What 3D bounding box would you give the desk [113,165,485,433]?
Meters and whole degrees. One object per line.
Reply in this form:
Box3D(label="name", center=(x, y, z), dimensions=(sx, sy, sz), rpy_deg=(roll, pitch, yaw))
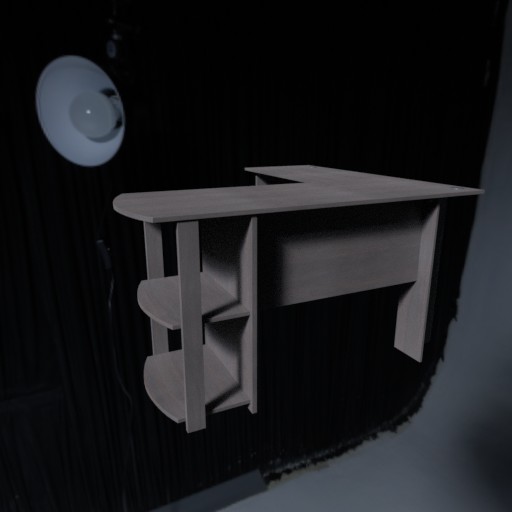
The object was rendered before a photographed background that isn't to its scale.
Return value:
Box3D(label="desk", center=(0.000, 0.000, 2.117), dimensions=(1.361, 0.716, 1.303), rpy_deg=(-7, 18, -24))
